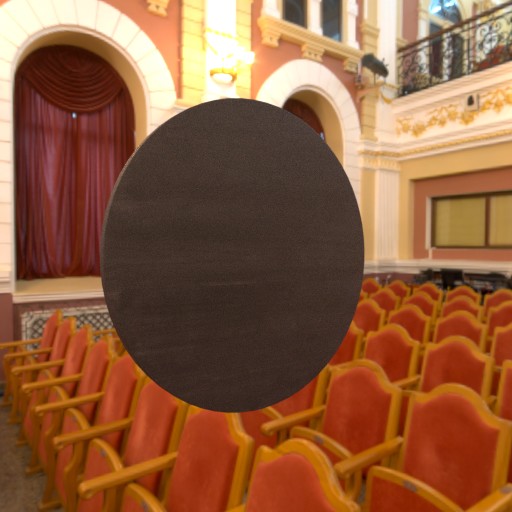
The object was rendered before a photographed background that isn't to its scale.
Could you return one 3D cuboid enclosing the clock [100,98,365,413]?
[{"bbox_3d":[0.000,0.000,0.866,0.595,0.595,0.029,-1,1,-35],"label":"clock"}]
